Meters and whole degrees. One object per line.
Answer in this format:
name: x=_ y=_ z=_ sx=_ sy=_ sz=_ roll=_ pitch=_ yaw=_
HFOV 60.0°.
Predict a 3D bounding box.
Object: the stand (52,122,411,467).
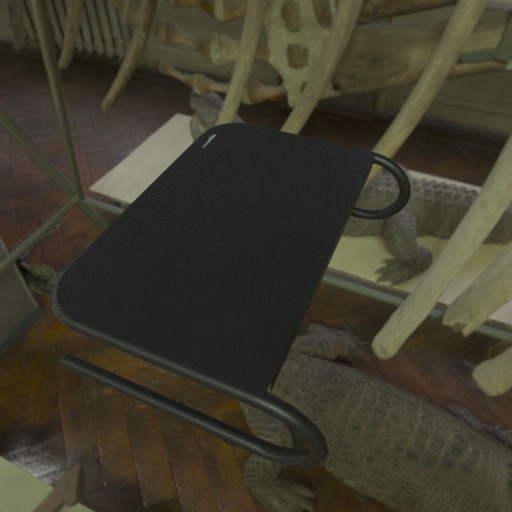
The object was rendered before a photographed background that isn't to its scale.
stand: x=0.000 y=0.000 z=0.502 sx=0.280 sy=0.108 sz=0.370 roll=18 pitch=48 yaw=16
